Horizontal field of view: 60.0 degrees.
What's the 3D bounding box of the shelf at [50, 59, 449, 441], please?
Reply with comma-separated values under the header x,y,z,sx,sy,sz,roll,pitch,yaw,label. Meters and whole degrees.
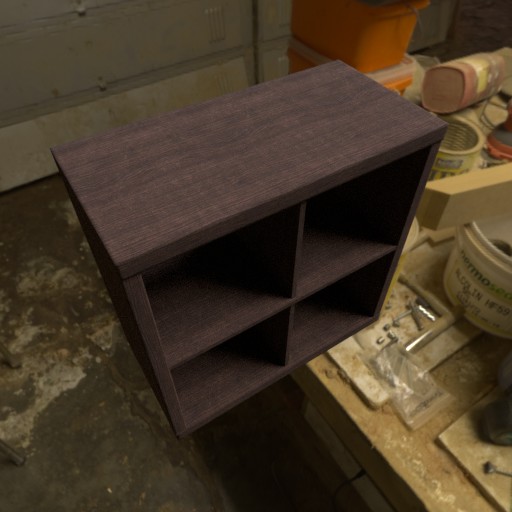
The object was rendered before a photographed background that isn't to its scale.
x,y,z,sx,sy,sz,roll,pitch,yaw,label
0.000,0.000,1.264,0.790,0.786,0.390,-25,53,-21,shelf
